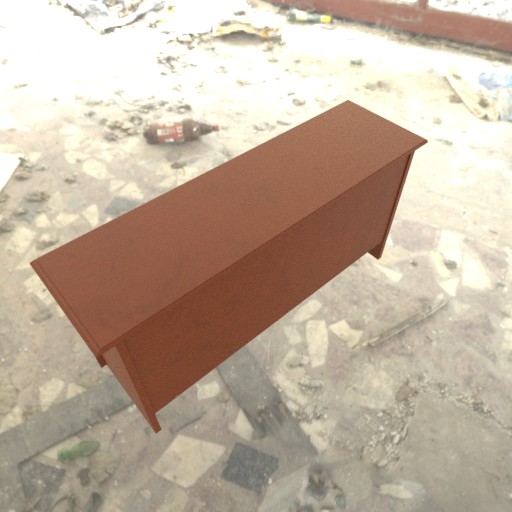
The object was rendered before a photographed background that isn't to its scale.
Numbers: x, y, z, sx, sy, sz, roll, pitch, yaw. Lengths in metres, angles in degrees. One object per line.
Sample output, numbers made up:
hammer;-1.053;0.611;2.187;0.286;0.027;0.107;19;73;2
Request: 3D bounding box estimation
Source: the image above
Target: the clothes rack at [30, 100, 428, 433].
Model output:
clothes rack;0.000;0.000;1.548;1.251;0.594;0.362;-33;56;-26
